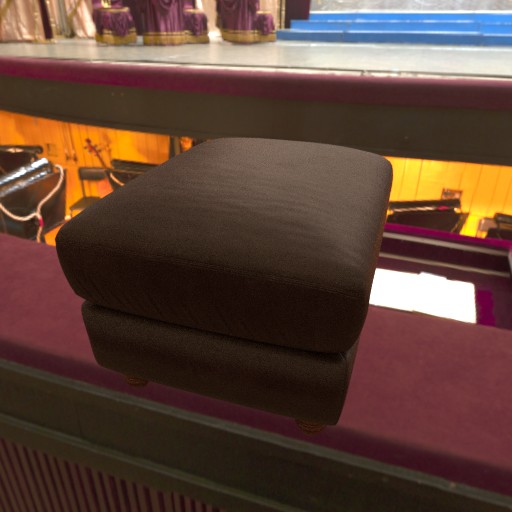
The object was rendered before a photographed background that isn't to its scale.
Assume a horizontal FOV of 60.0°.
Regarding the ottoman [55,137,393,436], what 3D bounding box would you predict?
[{"bbox_3d":[0.000,0.000,1.254,0.670,0.569,0.806,9,30,16],"label":"ottoman"}]
